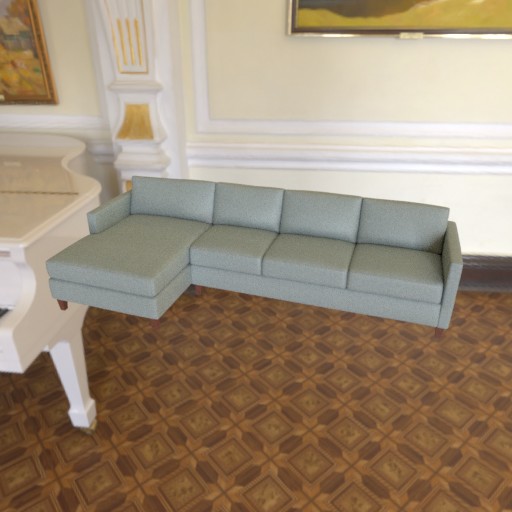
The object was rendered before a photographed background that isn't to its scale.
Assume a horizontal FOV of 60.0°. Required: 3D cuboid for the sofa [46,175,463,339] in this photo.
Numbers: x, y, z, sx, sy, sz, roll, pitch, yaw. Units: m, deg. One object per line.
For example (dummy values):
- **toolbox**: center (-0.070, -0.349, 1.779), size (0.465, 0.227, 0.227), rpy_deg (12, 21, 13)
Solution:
- **sofa**: center (0.000, 0.000, 4.116), size (3.470, 0.953, 1.600), rpy_deg (8, 28, 16)
